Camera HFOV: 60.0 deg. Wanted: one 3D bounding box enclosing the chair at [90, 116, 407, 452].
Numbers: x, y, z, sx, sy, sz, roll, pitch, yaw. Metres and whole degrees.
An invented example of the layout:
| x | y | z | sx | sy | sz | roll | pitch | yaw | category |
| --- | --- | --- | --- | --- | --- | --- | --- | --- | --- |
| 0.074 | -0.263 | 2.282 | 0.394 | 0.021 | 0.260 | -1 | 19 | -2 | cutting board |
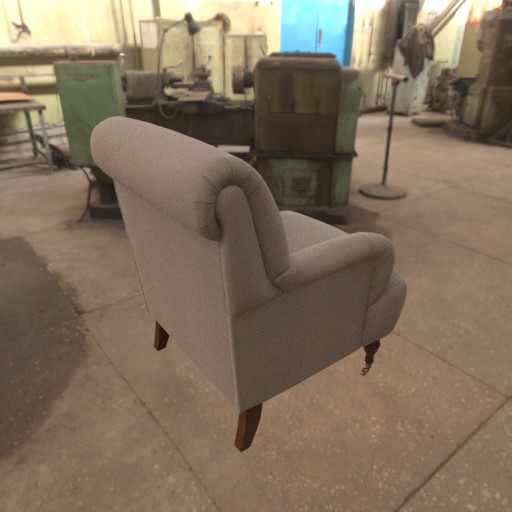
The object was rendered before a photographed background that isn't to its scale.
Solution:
| x | y | z | sx | sy | sz | roll | pitch | yaw | category |
| --- | --- | --- | --- | --- | --- | --- | --- | --- | --- |
| 0.000 | 0.000 | 1.565 | 0.842 | 0.942 | 0.766 | -18 | 32 | -32 | chair |
